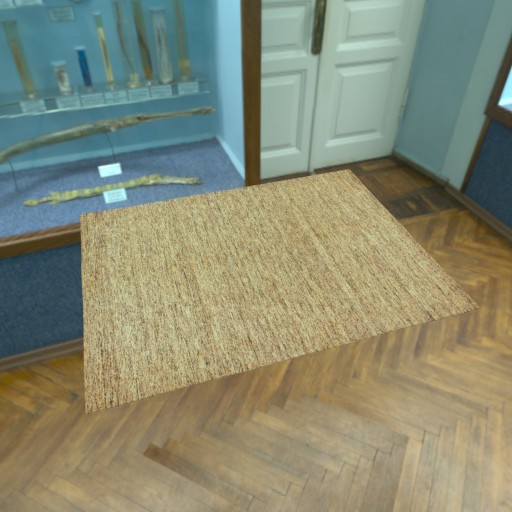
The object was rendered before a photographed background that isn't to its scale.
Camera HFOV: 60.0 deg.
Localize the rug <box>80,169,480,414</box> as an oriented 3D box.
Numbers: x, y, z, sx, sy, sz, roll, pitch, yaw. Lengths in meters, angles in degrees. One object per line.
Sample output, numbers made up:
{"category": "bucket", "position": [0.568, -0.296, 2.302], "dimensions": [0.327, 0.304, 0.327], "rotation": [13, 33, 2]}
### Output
{"category": "rug", "position": [0.000, 0.000, 4.251], "dimensions": [3.200, 0.012, 2.438], "rotation": [-12, 42, -13]}
